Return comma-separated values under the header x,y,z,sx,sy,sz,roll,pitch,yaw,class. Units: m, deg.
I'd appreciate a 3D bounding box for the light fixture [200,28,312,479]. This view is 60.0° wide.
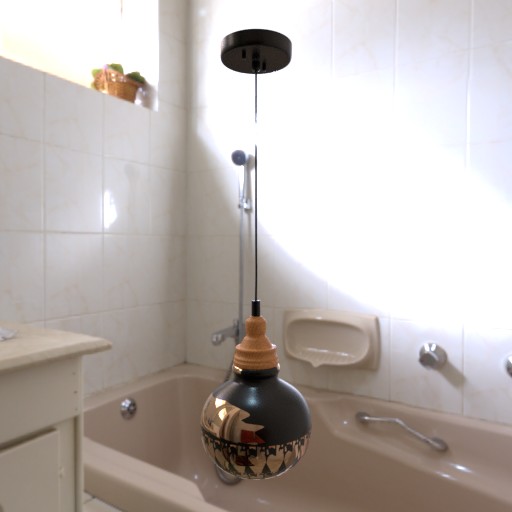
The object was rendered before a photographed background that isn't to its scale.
x,y,z,sx,sy,sz,roll,pitch,yaw,class
0.000,0.000,1.712,0.430,1.606,0.430,1,1,35,light fixture
